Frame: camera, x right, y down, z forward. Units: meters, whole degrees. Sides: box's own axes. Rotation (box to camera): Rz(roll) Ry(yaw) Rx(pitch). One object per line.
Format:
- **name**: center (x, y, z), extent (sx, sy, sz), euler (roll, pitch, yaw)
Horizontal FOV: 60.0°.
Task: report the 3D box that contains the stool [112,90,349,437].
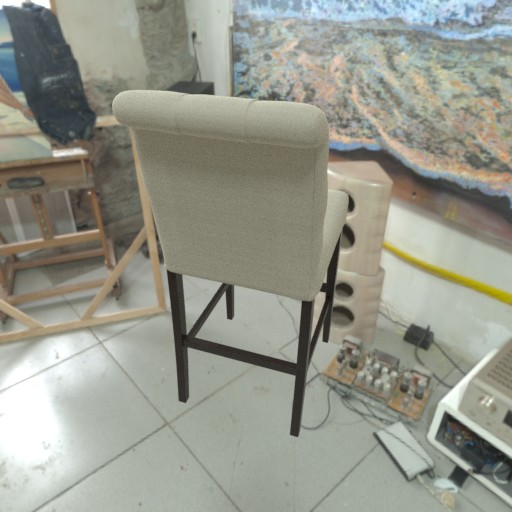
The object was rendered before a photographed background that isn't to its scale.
- **stool**: center (0.000, 0.000, 1.431), extent (0.482, 1.118, 0.610), euler (11, 35, 16)
